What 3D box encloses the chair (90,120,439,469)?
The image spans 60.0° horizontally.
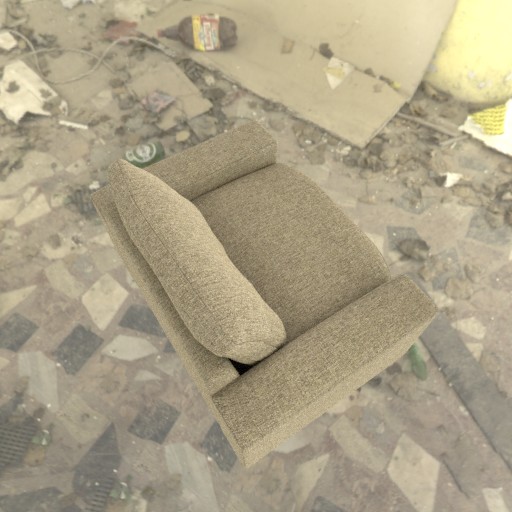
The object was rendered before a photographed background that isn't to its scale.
[{"bbox_3d":[0.000,0.000,2.089,1.039,0.915,1.398,-29,62,-17],"label":"chair"}]
